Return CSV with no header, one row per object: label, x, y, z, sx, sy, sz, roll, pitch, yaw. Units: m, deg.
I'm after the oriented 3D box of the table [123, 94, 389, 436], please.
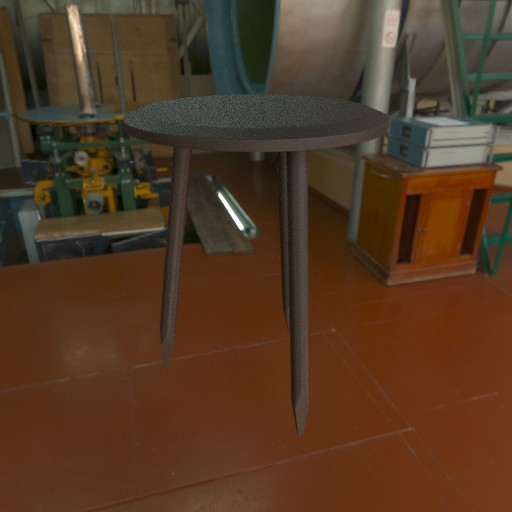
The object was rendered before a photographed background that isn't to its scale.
table,0.000,0.000,0.911,0.457,0.585,0.457,0,26,0
